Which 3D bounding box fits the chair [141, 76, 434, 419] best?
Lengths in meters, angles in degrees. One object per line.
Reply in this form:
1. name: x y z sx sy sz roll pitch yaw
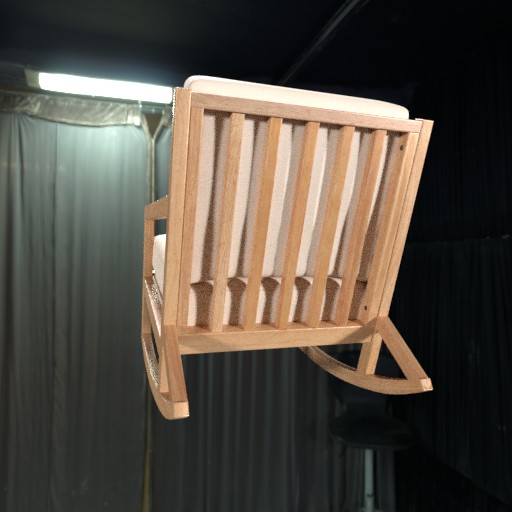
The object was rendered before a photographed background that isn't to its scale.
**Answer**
1. chair: 0.000 0.000 1.372 0.622 0.790 0.857 1 -2 -19
